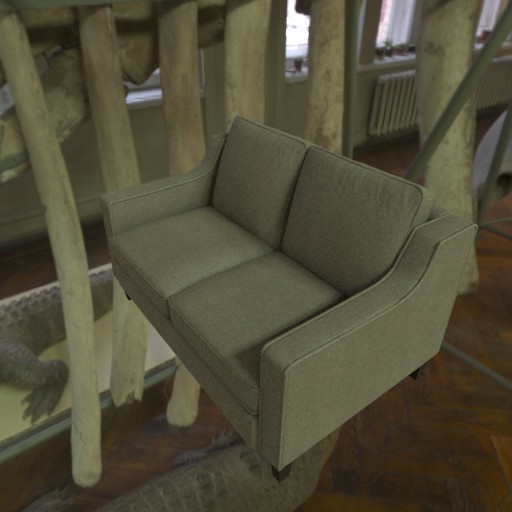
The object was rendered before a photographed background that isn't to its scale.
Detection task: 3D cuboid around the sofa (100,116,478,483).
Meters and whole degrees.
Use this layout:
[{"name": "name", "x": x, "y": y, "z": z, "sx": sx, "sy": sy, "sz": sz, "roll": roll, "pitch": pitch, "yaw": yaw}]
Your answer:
[{"name": "sofa", "x": 0.000, "y": 0.000, "z": 2.104, "sx": 0.985, "sy": 0.981, "sz": 1.503, "roll": -22, "pitch": 39, "yaw": -30}]
